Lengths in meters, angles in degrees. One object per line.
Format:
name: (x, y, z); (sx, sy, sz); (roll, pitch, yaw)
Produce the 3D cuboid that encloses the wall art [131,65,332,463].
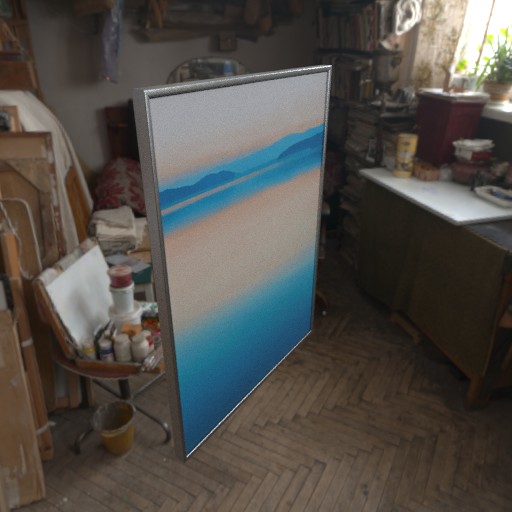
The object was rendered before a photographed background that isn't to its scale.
wall art: (0.000, 0.000, 1.395); (0.037, 1.062, 0.801); (18, 32, 31)
